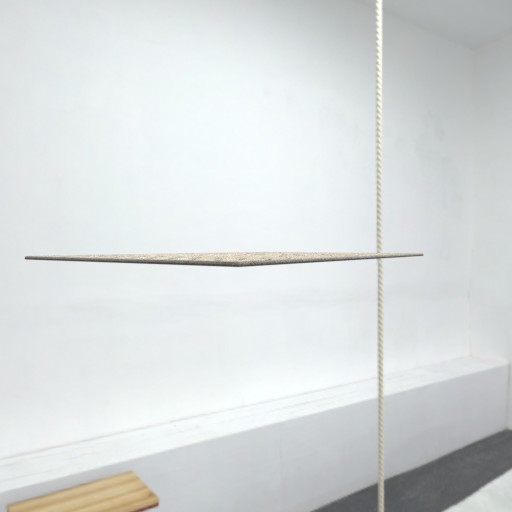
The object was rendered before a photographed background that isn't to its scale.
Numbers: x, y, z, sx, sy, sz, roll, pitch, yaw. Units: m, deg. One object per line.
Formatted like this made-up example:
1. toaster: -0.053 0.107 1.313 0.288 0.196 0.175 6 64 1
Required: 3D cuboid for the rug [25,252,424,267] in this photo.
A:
1. rug: 0.000 0.000 2.349 1.219 0.016 1.829 1 2 36
